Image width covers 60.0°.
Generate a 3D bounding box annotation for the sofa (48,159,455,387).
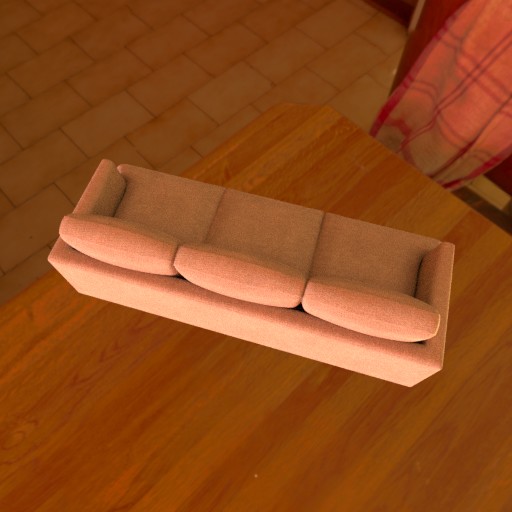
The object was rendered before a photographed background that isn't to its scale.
[{"bbox_3d":[0.000,0.000,2.743,2.246,0.930,0.903,15,65,7],"label":"sofa"}]
